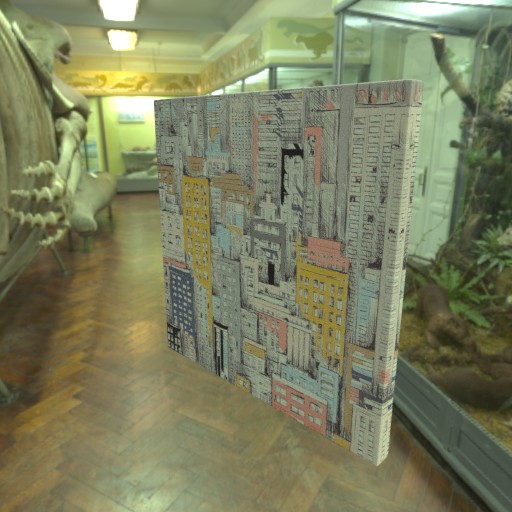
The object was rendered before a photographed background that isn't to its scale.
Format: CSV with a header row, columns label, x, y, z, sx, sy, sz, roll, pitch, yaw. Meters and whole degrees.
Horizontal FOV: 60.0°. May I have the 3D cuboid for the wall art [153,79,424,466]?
label,x,y,z,sx,sy,sz,roll,pitch,yaw
wall art,0.000,0.000,1.097,0.761,0.762,0.048,15,22,42
